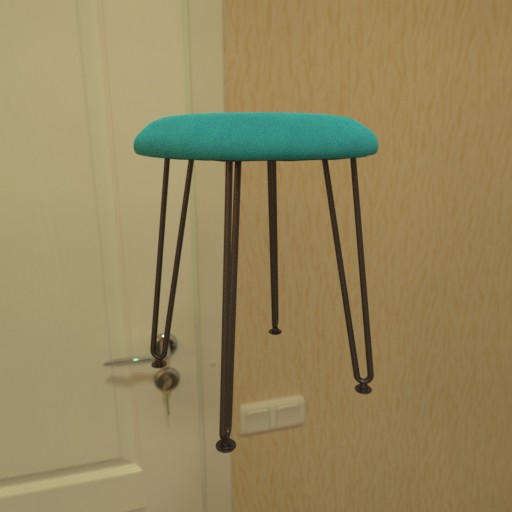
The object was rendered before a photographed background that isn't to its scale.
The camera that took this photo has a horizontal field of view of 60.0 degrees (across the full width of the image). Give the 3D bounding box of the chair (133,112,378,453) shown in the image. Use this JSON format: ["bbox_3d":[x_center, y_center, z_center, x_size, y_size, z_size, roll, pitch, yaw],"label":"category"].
[{"bbox_3d":[0.000,0.000,0.702,0.350,0.430,0.350,-15,21,-42],"label":"chair"}]
